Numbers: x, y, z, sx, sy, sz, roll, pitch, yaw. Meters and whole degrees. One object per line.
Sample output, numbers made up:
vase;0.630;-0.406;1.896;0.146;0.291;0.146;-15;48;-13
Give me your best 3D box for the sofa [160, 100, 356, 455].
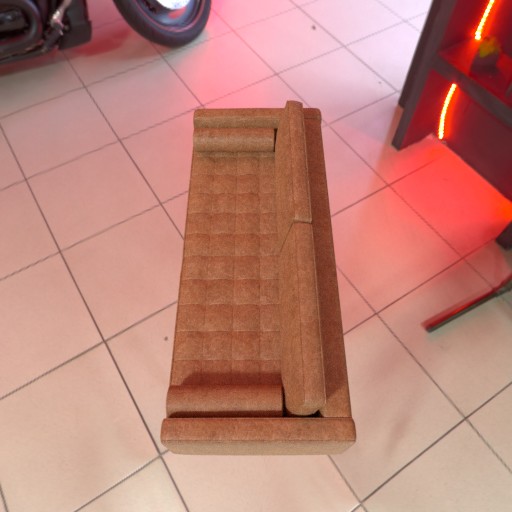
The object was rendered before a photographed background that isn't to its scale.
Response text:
sofa;0.000;0.000;2.705;0.919;0.770;2.200;0;59;0
